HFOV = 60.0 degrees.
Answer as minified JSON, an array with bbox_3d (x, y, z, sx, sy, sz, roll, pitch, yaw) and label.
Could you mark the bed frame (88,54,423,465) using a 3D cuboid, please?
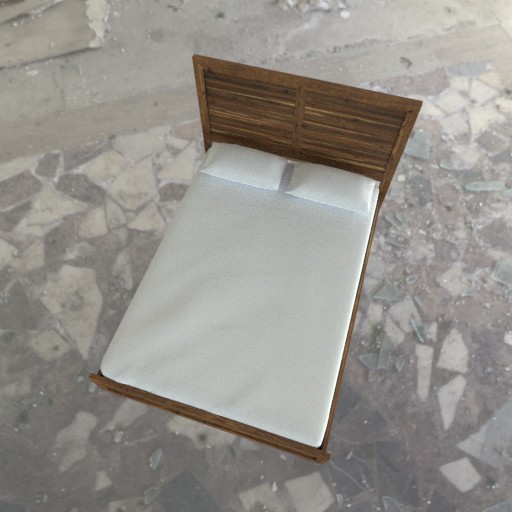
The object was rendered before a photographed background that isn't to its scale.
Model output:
[{"bbox_3d":[0.000,0.000,3.250,1.696,1.417,2.276,15,61,9],"label":"bed frame"}]
